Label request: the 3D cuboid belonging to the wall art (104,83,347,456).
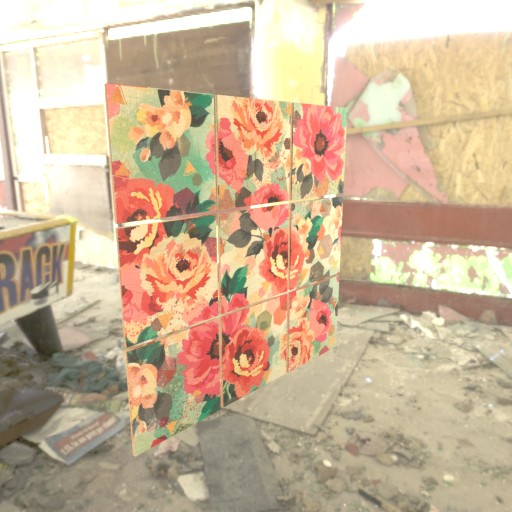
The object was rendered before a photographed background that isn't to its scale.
[{"bbox_3d":[0.000,0.000,1.817,0.013,1.220,1.216,13,19,43],"label":"wall art"}]
